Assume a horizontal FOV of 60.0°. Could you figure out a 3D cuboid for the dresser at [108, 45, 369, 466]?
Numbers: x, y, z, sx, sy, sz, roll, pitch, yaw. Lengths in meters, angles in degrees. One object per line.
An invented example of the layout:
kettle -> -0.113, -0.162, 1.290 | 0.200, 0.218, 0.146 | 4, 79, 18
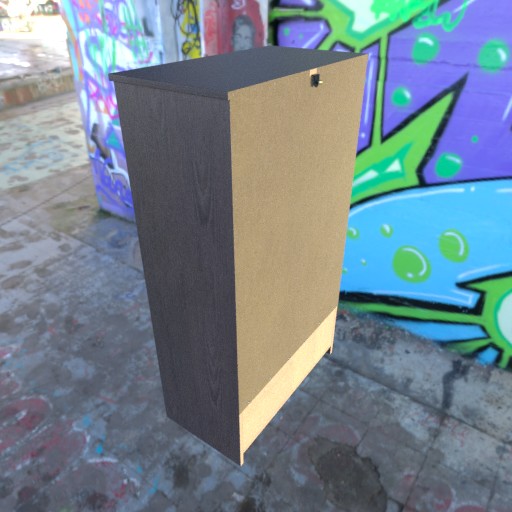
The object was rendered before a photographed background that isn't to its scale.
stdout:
dresser -> 0.000, 0.000, 1.552 | 0.418, 1.254, 0.704 | 20, 37, 30
